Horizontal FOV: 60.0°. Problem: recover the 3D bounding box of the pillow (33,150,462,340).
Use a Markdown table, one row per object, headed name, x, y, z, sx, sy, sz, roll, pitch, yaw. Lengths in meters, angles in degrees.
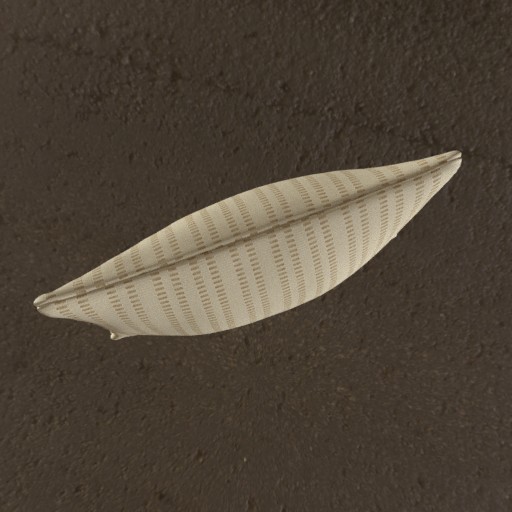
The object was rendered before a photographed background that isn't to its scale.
| name | x | y | z | sx | sy | sz | roll | pitch | yaw |
| --- | --- | --- | --- | --- | --- | --- | --- | --- | --- |
| pillow | 0.000 | 0.000 | 0.777 | 0.640 | 0.353 | 0.210 | -20 | 75 | -5 |
